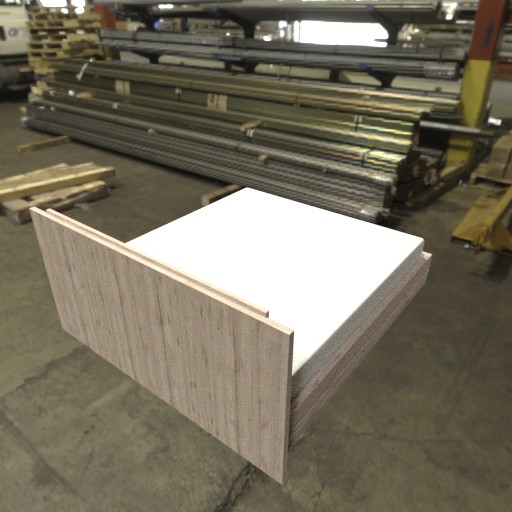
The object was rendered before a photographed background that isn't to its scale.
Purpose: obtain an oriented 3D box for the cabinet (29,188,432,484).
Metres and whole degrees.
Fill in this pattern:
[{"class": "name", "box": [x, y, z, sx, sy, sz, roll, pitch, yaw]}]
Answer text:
[{"class": "cabinet", "box": [0.000, 0.000, 3.175, 1.950, 0.970, 2.080, 21, 36, 32]}]
